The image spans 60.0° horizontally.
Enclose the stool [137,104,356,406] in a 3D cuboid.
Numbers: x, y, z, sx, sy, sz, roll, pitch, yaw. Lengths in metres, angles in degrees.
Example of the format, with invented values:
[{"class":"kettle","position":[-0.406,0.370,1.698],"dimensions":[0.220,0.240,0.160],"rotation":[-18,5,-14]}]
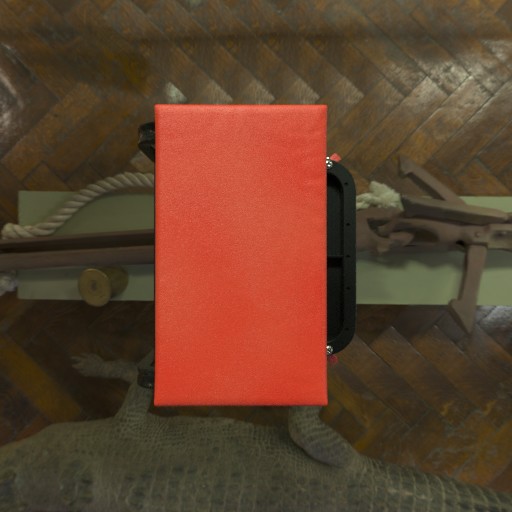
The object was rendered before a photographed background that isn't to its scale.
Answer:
[{"class":"stool","position":[0.000,0.000,0.724],"dimensions":[0.371,0.380,0.446],"rotation":[0,90,0]}]
